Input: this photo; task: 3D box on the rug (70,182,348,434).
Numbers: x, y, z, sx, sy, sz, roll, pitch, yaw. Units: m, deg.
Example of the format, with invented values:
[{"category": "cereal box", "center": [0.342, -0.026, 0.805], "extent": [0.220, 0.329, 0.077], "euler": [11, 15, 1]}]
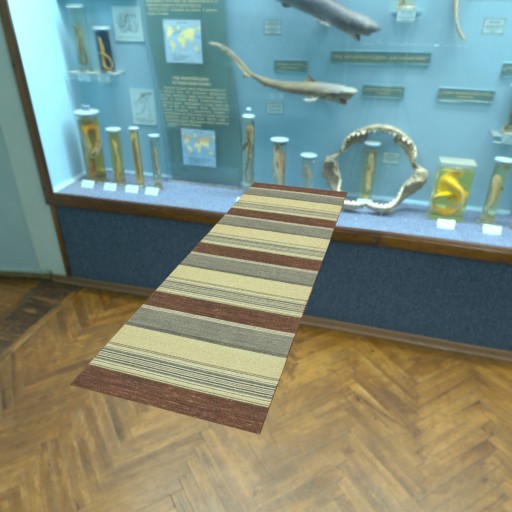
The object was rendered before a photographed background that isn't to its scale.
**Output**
[{"category": "rug", "center": [0.000, 0.000, 2.678], "extent": [0.792, 0.006, 2.437], "euler": [9, 31, 15]}]
